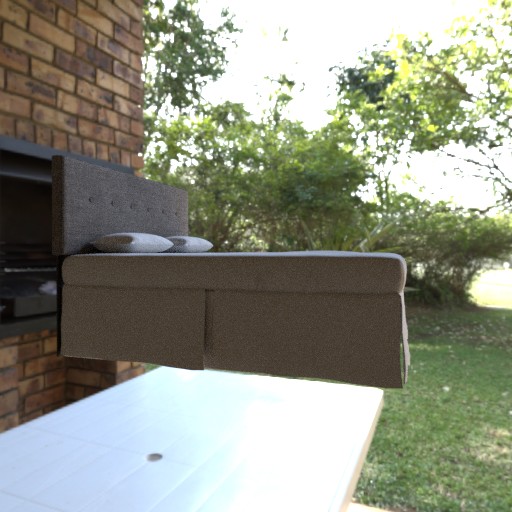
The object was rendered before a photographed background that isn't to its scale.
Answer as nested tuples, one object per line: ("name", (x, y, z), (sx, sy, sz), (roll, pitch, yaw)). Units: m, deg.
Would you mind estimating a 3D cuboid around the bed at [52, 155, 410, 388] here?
("bed", (0.000, 0.000, 2.998), (1.958, 1.168, 1.621), (0, 1, 18))
